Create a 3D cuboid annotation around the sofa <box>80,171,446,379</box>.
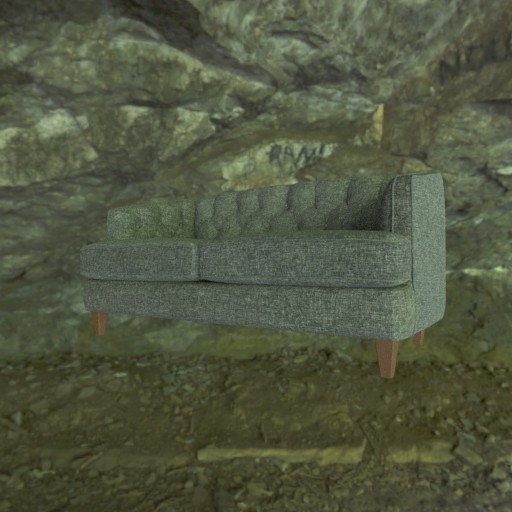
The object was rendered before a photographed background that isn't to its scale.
[{"bbox_3d":[0.000,0.000,2.261,1.733,0.855,0.941,-1,-1,35],"label":"sofa"}]
